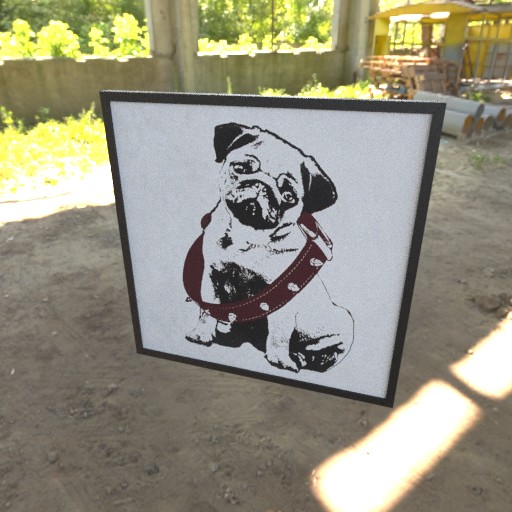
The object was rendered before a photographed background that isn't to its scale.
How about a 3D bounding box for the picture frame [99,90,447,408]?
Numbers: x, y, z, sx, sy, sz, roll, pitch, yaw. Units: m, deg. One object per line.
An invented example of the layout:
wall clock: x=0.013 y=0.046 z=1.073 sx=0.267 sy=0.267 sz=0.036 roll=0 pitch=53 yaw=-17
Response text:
picture frame: x=0.000 y=0.000 z=1.133 sx=0.775 sy=0.775 sz=0.032 roll=8 pitch=27 yaw=16
